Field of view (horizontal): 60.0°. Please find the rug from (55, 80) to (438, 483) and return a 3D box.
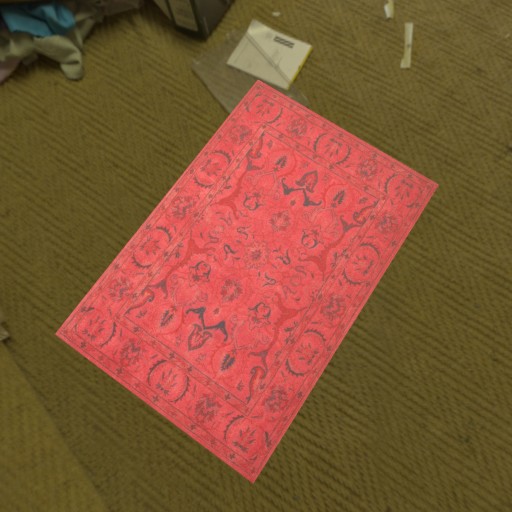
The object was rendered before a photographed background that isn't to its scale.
[{"bbox_3d":[0.000,0.000,2.338,1.209,0.008,1.814,33,77,9],"label":"rug"}]
